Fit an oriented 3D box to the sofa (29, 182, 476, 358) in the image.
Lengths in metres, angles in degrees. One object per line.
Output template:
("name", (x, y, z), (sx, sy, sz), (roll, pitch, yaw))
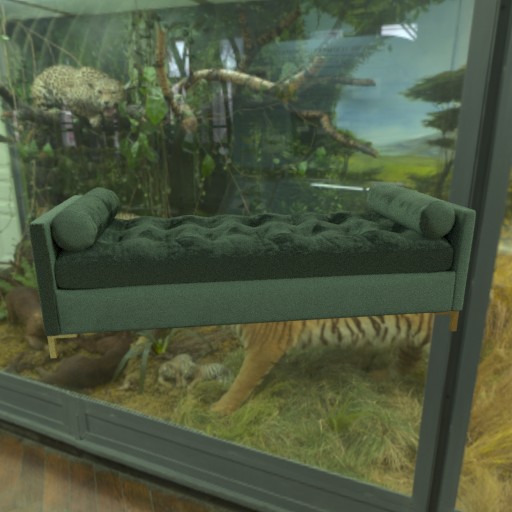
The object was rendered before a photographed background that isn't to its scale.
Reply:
("sofa", (0.000, 0.000, 2.473), (2.102, 0.705, 0.796), (-2, 17, -8))
